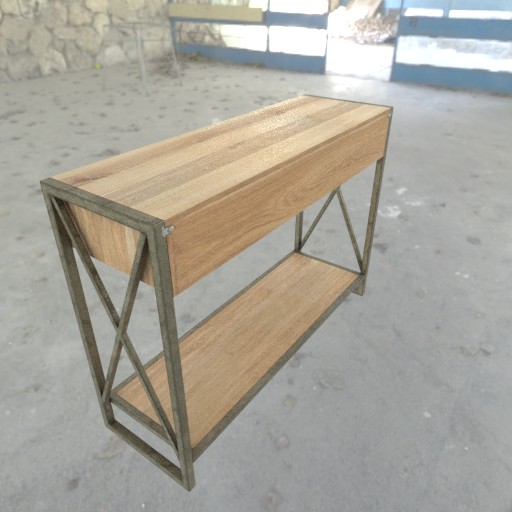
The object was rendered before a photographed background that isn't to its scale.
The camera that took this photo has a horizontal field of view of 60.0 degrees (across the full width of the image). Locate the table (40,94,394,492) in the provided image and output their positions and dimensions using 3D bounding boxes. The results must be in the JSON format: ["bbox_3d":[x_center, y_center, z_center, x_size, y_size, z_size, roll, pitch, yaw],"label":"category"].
[{"bbox_3d":[0.000,0.000,1.386,0.361,0.763,1.059,21,37,30],"label":"table"}]
